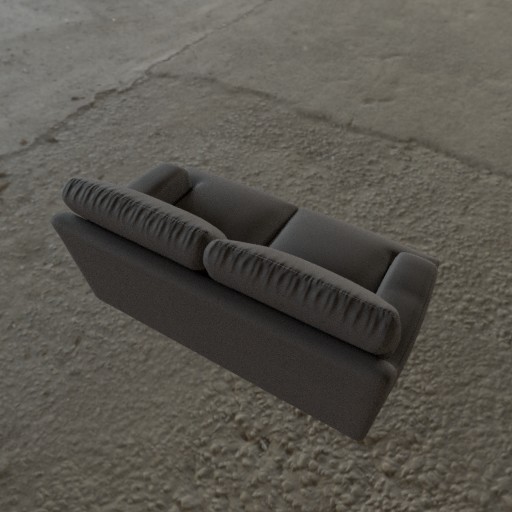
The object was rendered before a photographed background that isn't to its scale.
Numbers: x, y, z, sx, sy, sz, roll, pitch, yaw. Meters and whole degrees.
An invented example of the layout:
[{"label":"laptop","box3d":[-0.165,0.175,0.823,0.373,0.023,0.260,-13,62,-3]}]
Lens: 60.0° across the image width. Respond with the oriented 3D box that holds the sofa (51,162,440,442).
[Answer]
[{"label":"sofa","box3d":[0.000,0.000,2.500,1.880,0.940,1.143,23,51,21]}]
